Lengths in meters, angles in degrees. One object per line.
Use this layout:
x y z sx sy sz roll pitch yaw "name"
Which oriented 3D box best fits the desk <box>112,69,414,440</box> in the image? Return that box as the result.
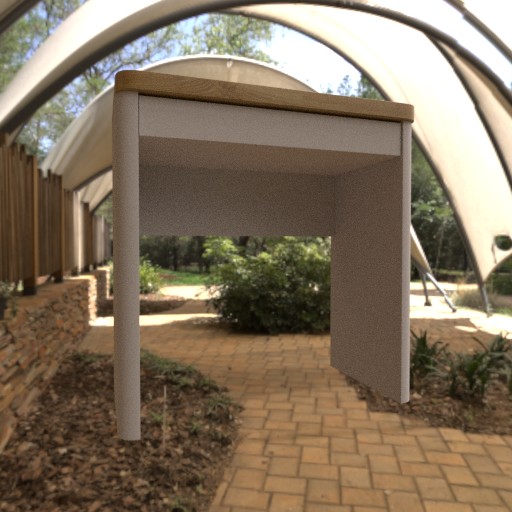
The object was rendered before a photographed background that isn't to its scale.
0.000 0.000 1.249 0.760 0.790 0.440 0 1 -19 "desk"
